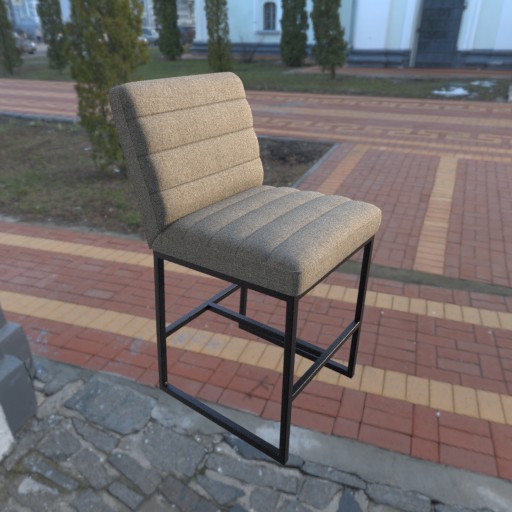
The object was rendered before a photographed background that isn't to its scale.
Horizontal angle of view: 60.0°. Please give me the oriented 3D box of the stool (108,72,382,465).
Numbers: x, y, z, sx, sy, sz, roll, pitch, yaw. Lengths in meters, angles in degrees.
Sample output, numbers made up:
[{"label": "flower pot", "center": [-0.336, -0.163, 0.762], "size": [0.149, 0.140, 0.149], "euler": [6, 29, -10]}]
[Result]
[{"label": "stool", "center": [0.000, 0.000, 1.276], "size": [0.560, 0.940, 0.460], "euler": [18, 32, 32]}]
